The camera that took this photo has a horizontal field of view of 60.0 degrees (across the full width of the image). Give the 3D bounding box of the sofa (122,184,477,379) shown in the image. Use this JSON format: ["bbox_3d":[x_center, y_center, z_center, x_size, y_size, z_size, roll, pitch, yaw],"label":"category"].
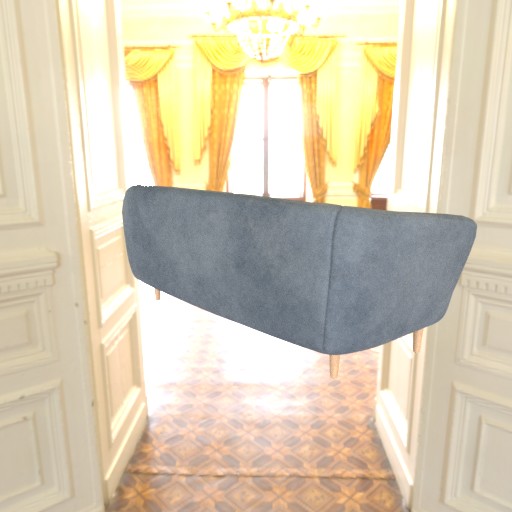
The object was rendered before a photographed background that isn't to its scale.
[{"bbox_3d":[0.000,0.000,2.550,0.849,0.795,2.095,-12,18,-42],"label":"sofa"}]
